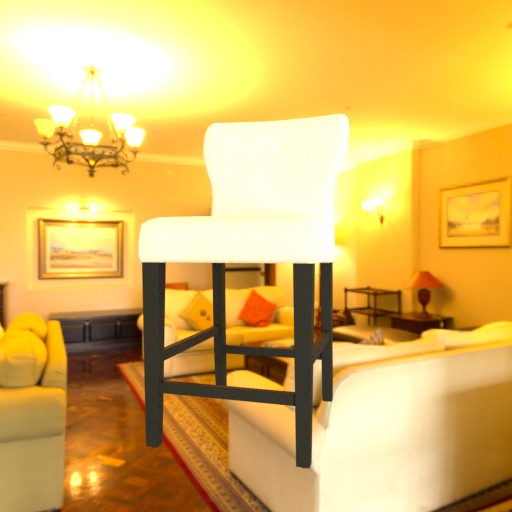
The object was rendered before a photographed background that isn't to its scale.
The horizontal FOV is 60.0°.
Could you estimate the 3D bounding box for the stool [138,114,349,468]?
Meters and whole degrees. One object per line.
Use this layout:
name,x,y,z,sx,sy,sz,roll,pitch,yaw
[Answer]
stool,0.000,0.000,1.333,0.514,0.972,0.603,0,0,16
